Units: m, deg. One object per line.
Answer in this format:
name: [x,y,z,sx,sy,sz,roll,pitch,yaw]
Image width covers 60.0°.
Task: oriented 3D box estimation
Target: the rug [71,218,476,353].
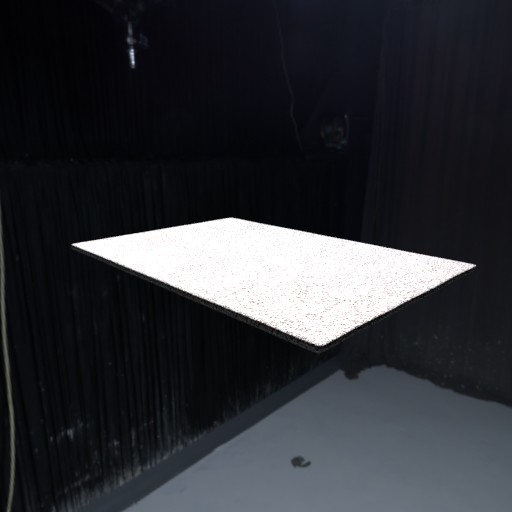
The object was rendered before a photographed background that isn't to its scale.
rug: [0.000,0.000,2.319,1.219,0.030,1.778,-14,21,-42]
